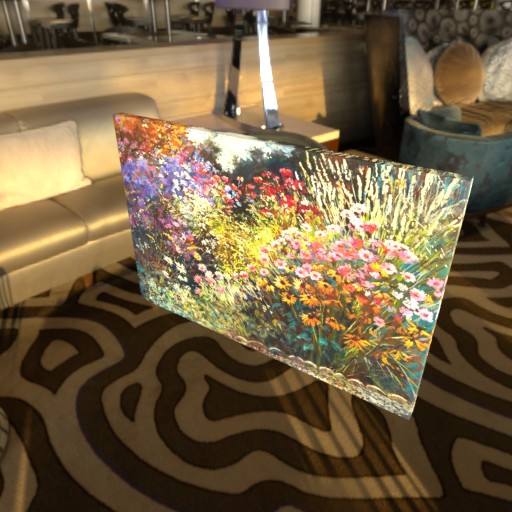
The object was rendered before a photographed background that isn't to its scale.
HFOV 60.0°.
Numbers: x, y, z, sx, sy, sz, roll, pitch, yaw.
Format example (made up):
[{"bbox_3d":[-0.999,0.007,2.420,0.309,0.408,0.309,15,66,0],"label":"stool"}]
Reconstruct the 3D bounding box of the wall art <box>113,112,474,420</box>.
[{"bbox_3d":[0.000,0.000,1.431,1.136,0.760,0.042,19,35,29],"label":"wall art"}]
